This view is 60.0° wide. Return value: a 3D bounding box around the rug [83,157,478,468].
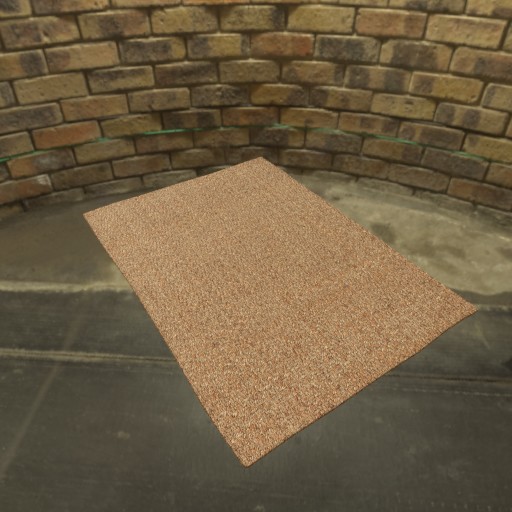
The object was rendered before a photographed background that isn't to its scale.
[{"bbox_3d":[0.000,0.000,2.772,1.566,0.013,2.141,-24,45,-25],"label":"rug"}]
